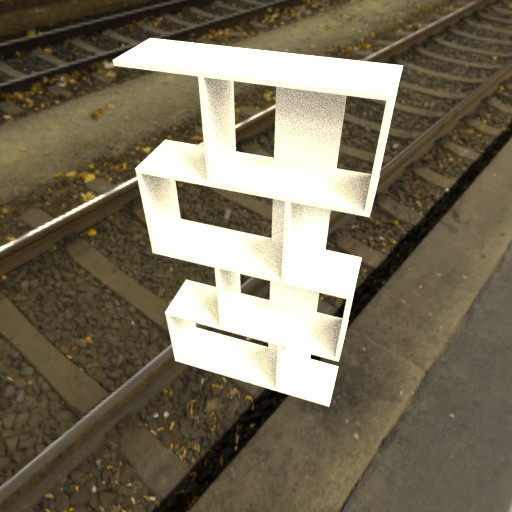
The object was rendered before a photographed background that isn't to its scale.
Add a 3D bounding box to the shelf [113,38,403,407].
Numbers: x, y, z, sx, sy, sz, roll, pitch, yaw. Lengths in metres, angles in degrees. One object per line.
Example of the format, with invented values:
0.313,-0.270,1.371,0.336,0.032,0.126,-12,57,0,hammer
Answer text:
0.000,0.000,1.959,0.890,1.650,0.250,13,43,14,shelf
